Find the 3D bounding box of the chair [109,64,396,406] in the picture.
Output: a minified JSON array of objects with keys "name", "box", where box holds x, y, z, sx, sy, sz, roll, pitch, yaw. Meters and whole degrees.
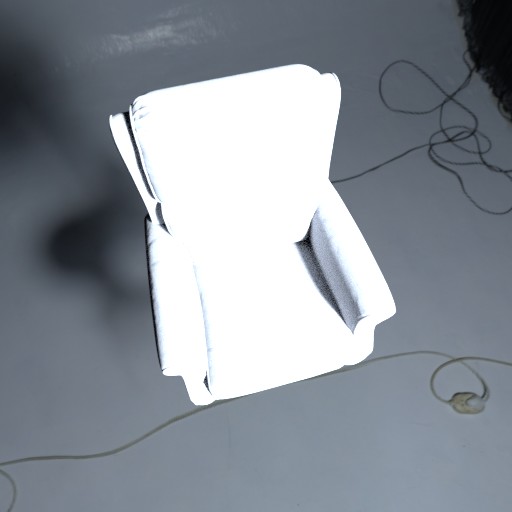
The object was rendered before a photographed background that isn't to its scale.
[{"name":"chair","box":[0.000,0.000,1.734,0.859,1.046,0.919,-13,65,-6]}]
